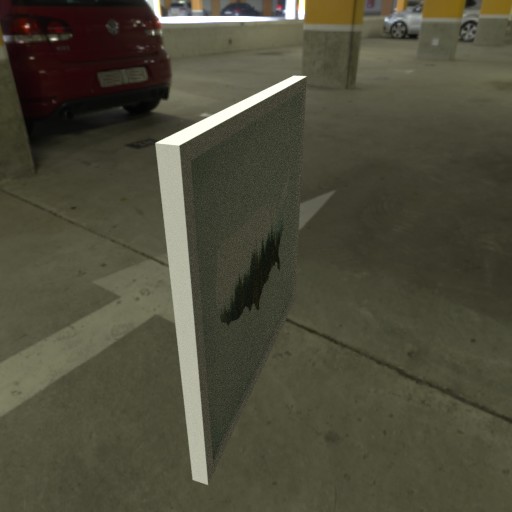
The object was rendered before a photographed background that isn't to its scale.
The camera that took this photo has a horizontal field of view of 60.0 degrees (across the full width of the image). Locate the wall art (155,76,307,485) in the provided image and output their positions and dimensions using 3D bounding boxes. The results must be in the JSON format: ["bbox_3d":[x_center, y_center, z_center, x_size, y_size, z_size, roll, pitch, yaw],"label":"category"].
[{"bbox_3d":[0.000,0.000,1.123,0.038,0.762,0.762,10,31,17],"label":"wall art"}]
